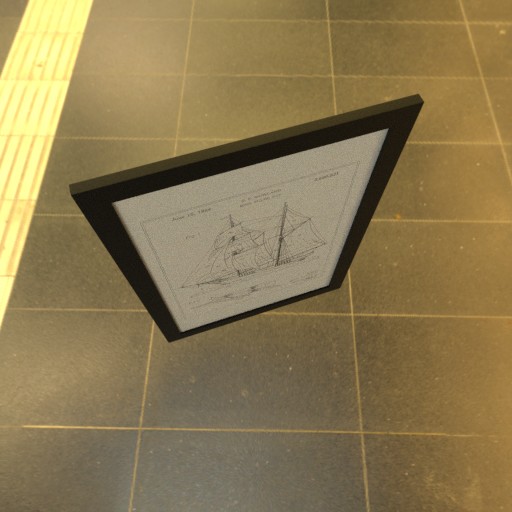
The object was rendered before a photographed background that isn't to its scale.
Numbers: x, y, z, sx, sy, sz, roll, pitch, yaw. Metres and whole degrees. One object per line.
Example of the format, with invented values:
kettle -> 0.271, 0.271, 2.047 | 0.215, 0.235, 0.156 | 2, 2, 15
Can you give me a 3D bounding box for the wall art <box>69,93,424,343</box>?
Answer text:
wall art -> 0.000, 0.000, 0.597 | 0.326, 0.459, 0.011 | -17, 65, -8
